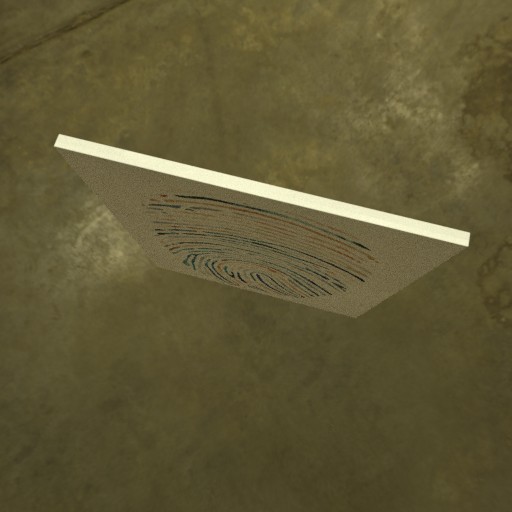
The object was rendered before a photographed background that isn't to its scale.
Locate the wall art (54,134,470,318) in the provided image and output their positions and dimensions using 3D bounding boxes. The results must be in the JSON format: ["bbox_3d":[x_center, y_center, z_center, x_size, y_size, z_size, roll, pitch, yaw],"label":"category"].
[{"bbox_3d":[0.000,0.000,0.975,0.609,0.710,0.021,14,75,4],"label":"wall art"}]
